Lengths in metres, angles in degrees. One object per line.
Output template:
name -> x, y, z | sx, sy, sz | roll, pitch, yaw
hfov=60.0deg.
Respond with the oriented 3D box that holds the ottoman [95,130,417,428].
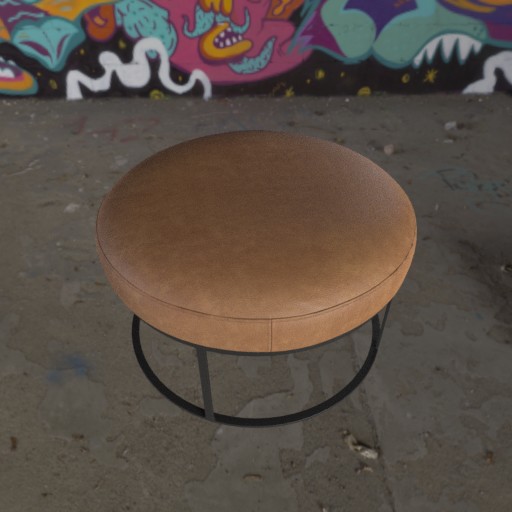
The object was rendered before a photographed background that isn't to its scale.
ottoman -> 0.000, 0.000, 1.197 | 0.771, 0.460, 0.771 | 0, 40, 0
